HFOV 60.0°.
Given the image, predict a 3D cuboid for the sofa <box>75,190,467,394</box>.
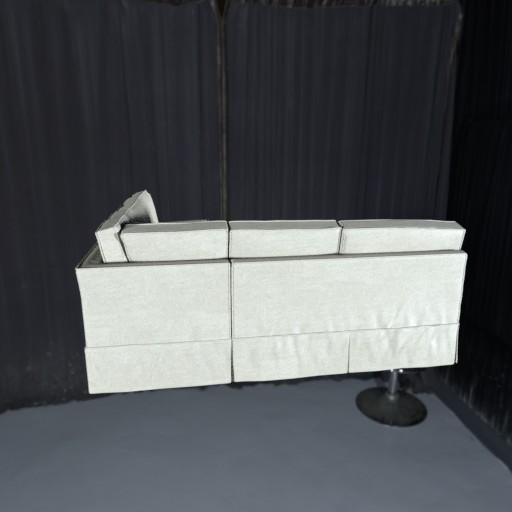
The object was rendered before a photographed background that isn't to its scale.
[{"bbox_3d":[0.000,0.000,4.153,2.618,1.081,2.623,-2,15,-9],"label":"sofa"}]
